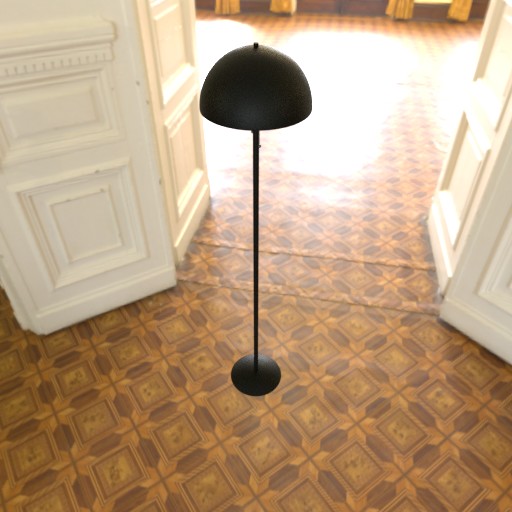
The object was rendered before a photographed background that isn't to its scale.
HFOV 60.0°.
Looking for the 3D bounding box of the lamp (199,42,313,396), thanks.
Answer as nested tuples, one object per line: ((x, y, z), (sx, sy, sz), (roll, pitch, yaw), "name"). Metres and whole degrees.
((0.000, 0.000, 1.655), (0.328, 1.480, 0.328), (-24, 46, -26), "lamp")
